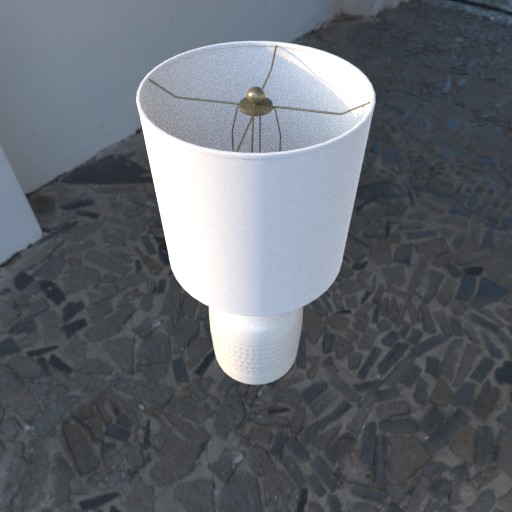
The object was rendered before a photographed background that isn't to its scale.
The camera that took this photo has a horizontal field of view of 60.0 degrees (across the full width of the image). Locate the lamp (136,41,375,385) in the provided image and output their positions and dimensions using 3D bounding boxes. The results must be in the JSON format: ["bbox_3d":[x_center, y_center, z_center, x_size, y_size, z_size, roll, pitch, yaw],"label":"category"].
[{"bbox_3d":[0.000,0.000,0.496,0.188,0.392,0.188,-31,54,-26],"label":"lamp"}]
